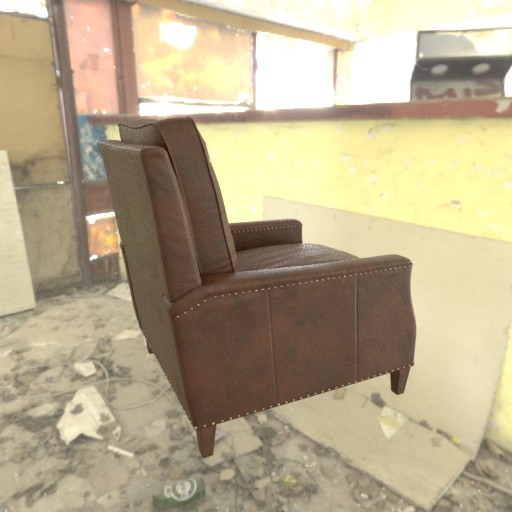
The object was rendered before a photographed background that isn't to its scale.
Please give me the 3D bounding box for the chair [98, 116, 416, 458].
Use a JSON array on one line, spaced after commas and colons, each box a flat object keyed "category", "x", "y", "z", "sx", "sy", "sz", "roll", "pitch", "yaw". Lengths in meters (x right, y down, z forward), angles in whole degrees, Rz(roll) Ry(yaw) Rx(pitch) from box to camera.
[{"category": "chair", "x": 0.000, "y": 0.000, "z": 1.785, "sx": 1.035, "sy": 1.054, "sz": 0.854, "roll": -8, "pitch": 18, "yaw": -25}]
